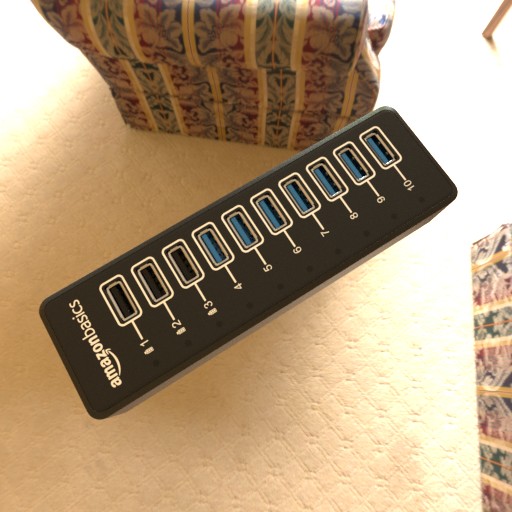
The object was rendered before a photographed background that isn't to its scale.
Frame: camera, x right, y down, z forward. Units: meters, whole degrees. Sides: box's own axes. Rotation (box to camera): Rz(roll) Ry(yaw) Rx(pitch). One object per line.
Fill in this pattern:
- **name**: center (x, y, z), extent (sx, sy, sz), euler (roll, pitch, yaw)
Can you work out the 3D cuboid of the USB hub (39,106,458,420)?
- **USB hub**: center (0.000, 0.000, 0.161), extent (0.145, 0.023, 0.044), euler (-31, 77, -8)
